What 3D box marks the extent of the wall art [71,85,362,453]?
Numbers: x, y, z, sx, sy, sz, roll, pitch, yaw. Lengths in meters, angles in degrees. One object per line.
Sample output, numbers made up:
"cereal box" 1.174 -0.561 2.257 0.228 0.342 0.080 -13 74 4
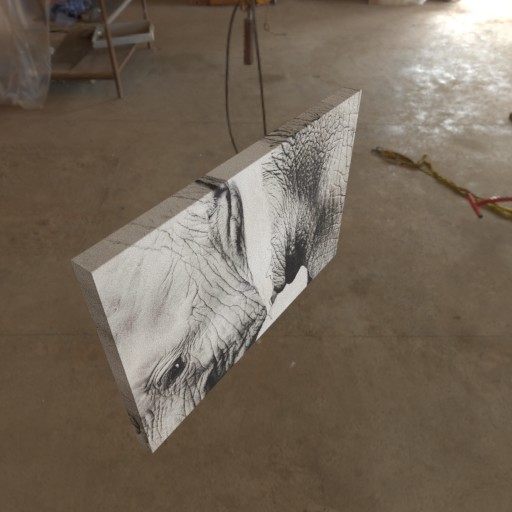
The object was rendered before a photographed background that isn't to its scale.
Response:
"wall art" 0.000 0.000 0.780 0.035 0.407 0.613 26 48 26
